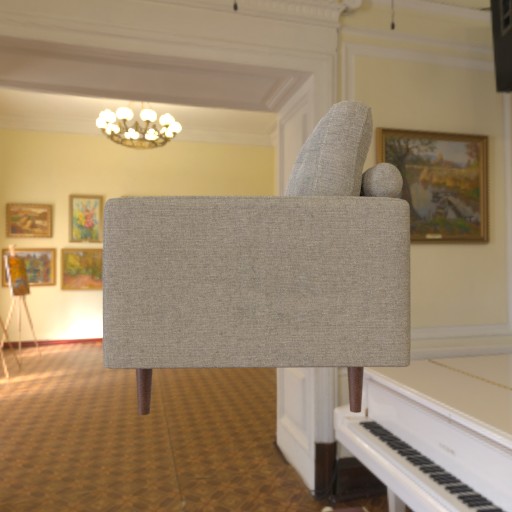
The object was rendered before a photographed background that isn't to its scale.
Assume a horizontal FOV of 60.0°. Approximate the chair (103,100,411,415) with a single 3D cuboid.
[{"bbox_3d":[0.000,0.000,1.519,0.843,0.880,0.821,0,-1,-2],"label":"chair"}]
